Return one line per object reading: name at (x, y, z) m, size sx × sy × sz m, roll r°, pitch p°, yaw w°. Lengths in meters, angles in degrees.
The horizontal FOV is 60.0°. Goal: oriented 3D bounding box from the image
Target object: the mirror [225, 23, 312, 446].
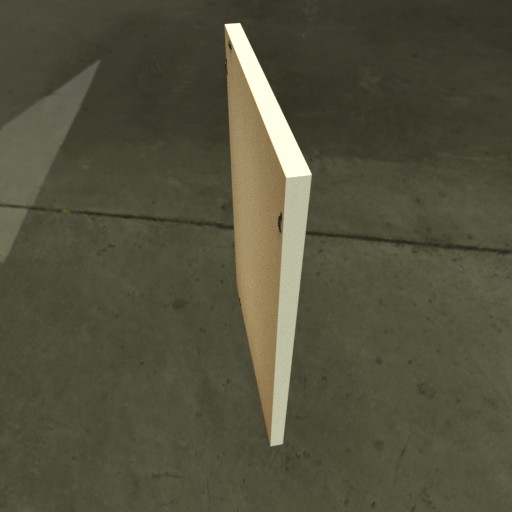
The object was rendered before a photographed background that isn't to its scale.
mirror at (0.000, 0.000, 1.135) m, size 0.041 × 0.914 × 0.609 m, roll -8°, pitch 46°, yaw -7°
